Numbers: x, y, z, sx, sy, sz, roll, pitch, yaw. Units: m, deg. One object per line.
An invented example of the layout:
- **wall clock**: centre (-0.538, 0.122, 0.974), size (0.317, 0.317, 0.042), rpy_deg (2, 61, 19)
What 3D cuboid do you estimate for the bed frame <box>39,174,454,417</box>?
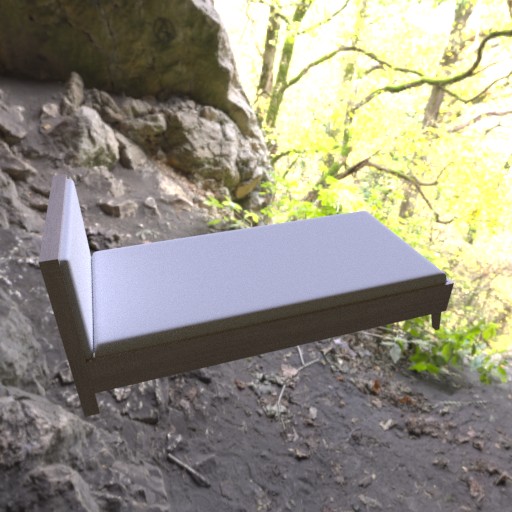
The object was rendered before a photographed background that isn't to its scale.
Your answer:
- **bed frame**: centre (0.000, 0.000, 2.679), size (2.140, 0.920, 0.990), rpy_deg (-10, 33, -16)
